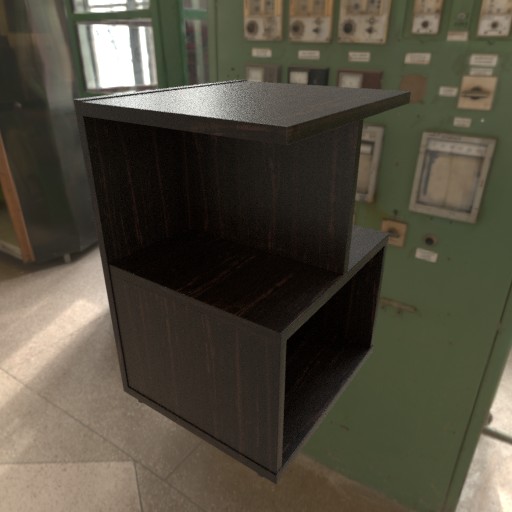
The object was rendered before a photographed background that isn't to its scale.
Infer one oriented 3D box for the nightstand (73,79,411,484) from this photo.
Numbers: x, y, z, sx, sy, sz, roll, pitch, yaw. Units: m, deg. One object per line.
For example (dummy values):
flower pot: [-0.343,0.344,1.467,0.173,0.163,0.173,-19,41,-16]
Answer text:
nightstand: [0.000,0.000,0.810,0.356,0.559,0.400,17,31,31]
